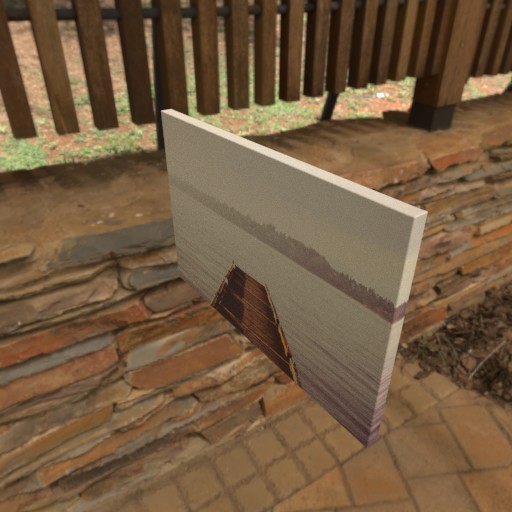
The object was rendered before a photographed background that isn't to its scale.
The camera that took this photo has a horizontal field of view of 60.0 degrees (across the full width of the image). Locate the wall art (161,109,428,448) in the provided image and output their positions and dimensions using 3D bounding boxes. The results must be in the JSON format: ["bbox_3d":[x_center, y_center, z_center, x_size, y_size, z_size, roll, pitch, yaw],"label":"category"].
[{"bbox_3d":[0.000,0.000,1.209,0.037,0.609,0.916,-22,37,-31],"label":"wall art"}]
